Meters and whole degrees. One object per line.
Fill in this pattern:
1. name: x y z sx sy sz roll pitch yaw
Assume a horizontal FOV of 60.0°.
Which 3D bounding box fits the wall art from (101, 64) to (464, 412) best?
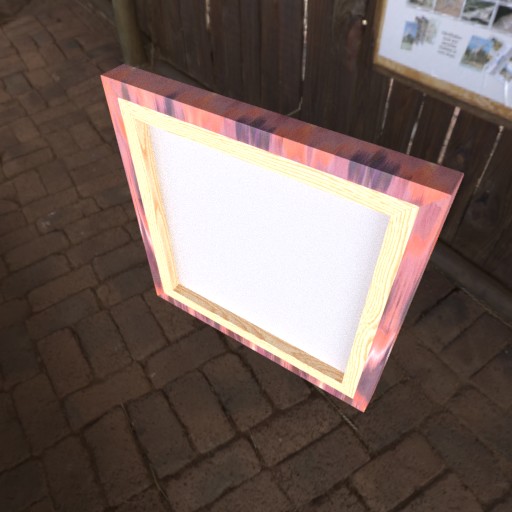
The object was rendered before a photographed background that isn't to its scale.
1. wall art: 0.000 0.000 0.592 0.403 0.406 0.038 25 51 22
